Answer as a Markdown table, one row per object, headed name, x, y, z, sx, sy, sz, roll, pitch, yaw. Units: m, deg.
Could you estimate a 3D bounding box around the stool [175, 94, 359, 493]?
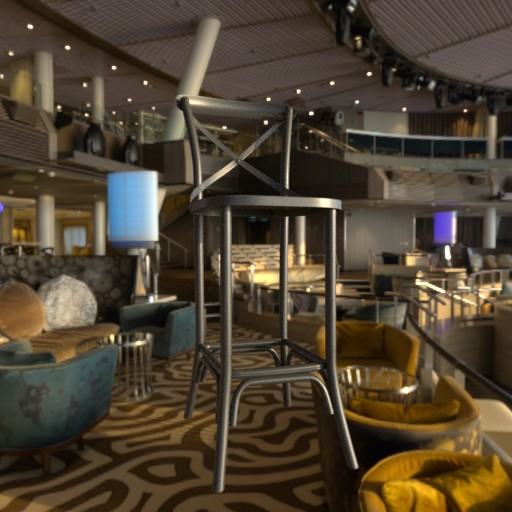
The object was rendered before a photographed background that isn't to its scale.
| name | x | y | z | sx | sy | sz | roll | pitch | yaw |
| --- | --- | --- | --- | --- | --- | --- | --- | --- | --- |
| stool | 0.000 | 0.000 | 1.429 | 0.457 | 1.168 | 0.584 | 0 | 2 | -18 |
